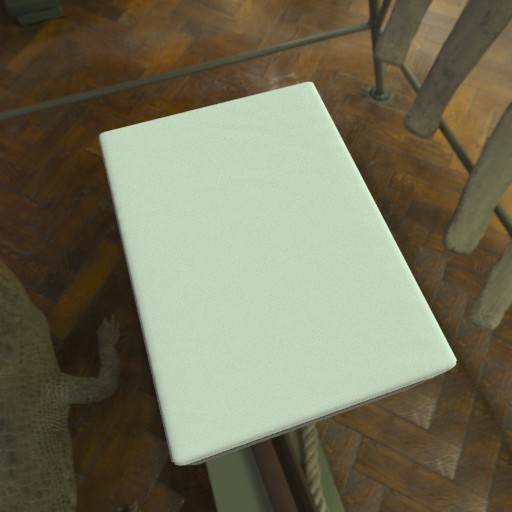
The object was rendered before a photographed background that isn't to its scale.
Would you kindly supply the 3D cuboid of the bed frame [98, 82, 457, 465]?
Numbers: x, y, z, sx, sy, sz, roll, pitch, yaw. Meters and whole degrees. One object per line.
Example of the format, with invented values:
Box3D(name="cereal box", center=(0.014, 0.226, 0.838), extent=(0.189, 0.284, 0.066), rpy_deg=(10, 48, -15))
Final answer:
Box3D(name="bed frame", center=(0.000, 0.000, 2.586), extent=(1.400, 0.561, 1.900), rpy_deg=(-17, 66, -8))
